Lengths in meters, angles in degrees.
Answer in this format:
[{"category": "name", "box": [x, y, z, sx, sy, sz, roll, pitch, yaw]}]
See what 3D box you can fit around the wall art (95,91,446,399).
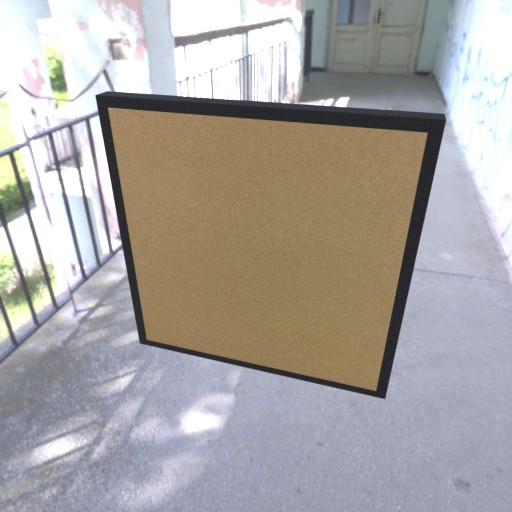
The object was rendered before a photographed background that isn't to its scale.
[{"category": "wall art", "box": [0.000, 0.000, 0.763, 0.508, 0.507, 0.033, 9, 32, 15]}]
